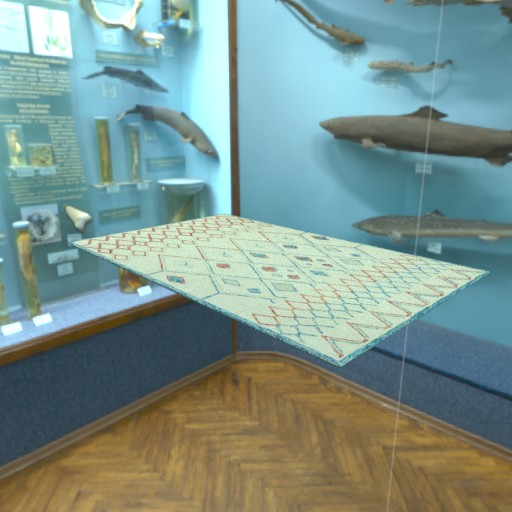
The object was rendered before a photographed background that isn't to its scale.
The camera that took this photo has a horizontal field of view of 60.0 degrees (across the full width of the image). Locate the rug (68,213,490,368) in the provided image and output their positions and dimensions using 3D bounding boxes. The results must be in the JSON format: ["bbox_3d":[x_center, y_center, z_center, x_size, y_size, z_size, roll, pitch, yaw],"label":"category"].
[{"bbox_3d":[0.000,0.000,2.967,1.524,0.015,2.438,-16,23,-42],"label":"rug"}]
